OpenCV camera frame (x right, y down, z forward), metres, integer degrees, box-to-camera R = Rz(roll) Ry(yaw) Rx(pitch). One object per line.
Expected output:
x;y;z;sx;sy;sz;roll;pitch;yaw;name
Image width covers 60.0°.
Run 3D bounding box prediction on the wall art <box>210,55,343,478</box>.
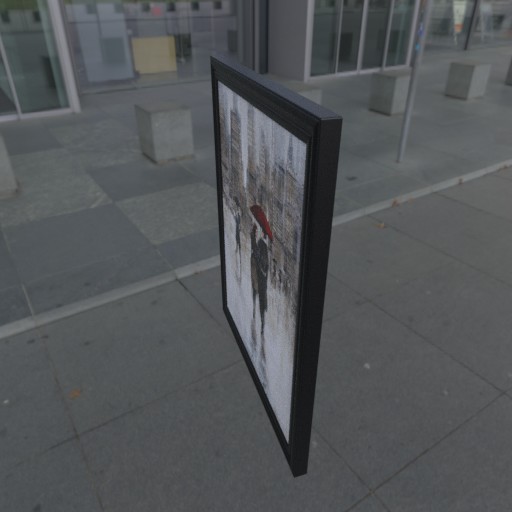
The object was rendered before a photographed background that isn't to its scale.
0.000;0.000;1.570;0.053;1.194;0.950;-10;33;-15;wall art
